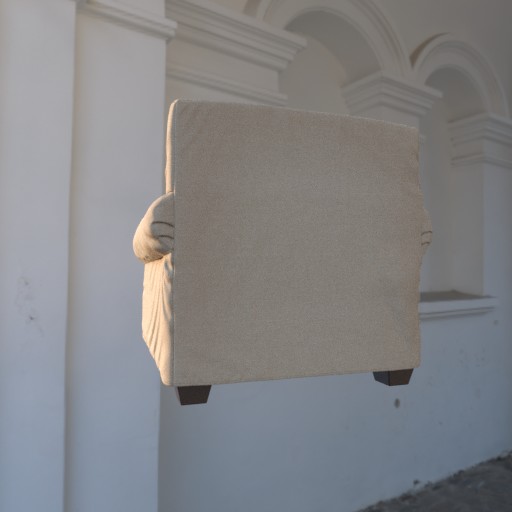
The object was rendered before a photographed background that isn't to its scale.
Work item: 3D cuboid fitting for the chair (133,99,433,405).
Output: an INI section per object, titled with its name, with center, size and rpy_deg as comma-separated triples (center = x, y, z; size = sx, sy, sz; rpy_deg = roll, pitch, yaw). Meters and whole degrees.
[chair]
center = 0.000, 0.000, 1.789
size = 0.940, 0.866, 1.066
rpy_deg = 1, -2, -18
